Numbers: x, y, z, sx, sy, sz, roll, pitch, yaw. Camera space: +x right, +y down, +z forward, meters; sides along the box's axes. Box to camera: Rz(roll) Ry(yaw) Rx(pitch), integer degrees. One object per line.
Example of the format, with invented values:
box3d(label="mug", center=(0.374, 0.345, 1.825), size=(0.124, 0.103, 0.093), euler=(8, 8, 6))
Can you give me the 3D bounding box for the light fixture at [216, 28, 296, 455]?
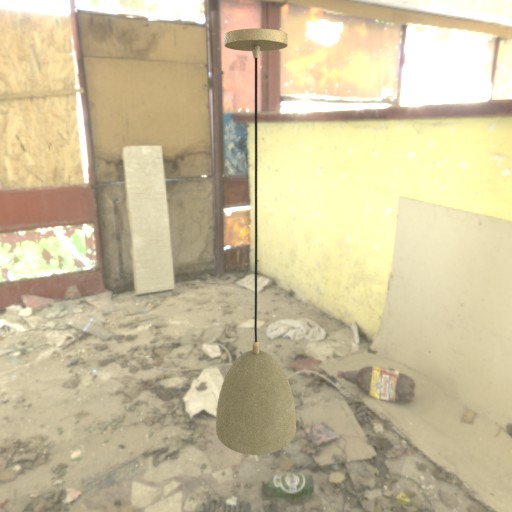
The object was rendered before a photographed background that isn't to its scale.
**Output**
box3d(label="light fixture", center=(0.000, 0.000, 0.839), size=(0.170, 0.759, 0.170), euler=(-2, 16, -8))
